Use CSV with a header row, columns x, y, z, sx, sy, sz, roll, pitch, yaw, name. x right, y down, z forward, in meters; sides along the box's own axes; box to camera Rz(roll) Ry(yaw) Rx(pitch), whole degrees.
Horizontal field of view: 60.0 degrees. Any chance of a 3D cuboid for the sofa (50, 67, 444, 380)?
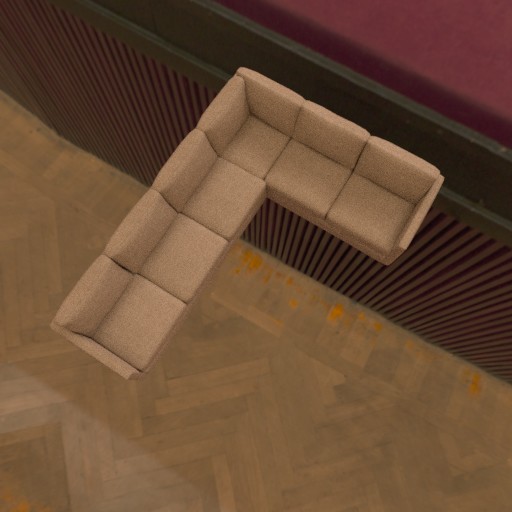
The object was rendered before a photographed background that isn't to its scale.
x,y,z,sx,sy,sz,roll,pitch,yaw,name
0.000,0.000,4.510,2.522,0.934,3.333,31,77,8,sofa
